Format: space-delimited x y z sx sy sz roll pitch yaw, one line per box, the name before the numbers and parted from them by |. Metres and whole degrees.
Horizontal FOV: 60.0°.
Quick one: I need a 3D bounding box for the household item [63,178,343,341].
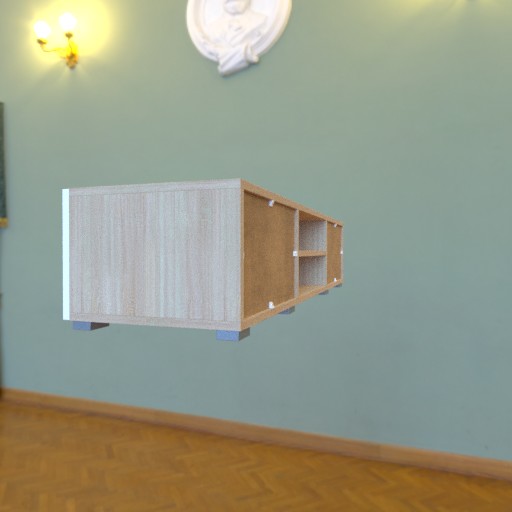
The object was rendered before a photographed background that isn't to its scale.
household item | 0.000 0.000 1.569 0.420 0.310 1.400 0 1 19
